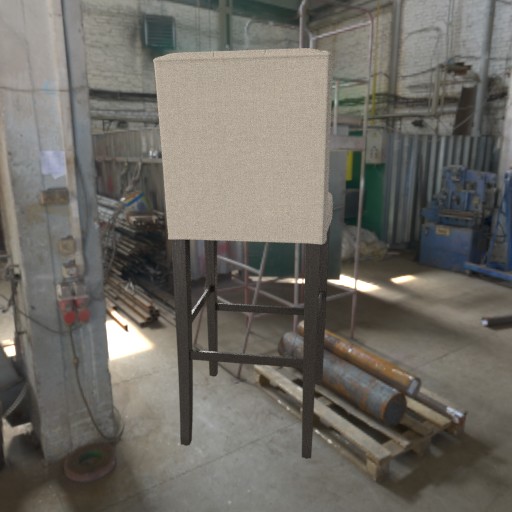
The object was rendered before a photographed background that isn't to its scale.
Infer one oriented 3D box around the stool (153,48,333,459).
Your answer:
[{"bbox_3d":[0.000,0.000,1.413,0.474,1.116,0.509,2,13,9],"label":"stool"}]
